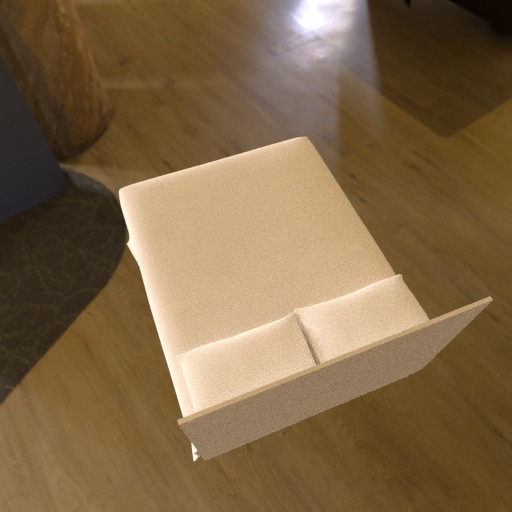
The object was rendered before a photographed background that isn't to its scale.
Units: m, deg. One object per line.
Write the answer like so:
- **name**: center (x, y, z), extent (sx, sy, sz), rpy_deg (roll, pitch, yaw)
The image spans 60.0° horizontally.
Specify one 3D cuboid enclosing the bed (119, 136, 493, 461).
- **bed**: center (0.000, 0.000, 3.096), extent (1.745, 1.335, 2.094), rpy_deg (-18, 60, -11)
